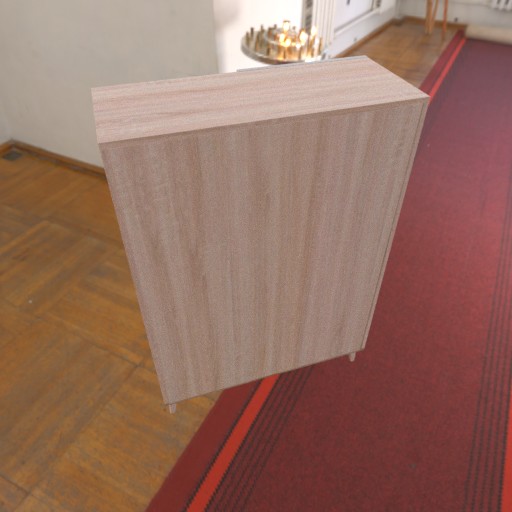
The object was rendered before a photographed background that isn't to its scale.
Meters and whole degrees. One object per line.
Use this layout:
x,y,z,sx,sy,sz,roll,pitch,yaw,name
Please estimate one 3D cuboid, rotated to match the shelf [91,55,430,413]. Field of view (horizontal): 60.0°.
0.000,0.000,1.871,0.995,1.405,0.434,-12,43,-13,shelf
